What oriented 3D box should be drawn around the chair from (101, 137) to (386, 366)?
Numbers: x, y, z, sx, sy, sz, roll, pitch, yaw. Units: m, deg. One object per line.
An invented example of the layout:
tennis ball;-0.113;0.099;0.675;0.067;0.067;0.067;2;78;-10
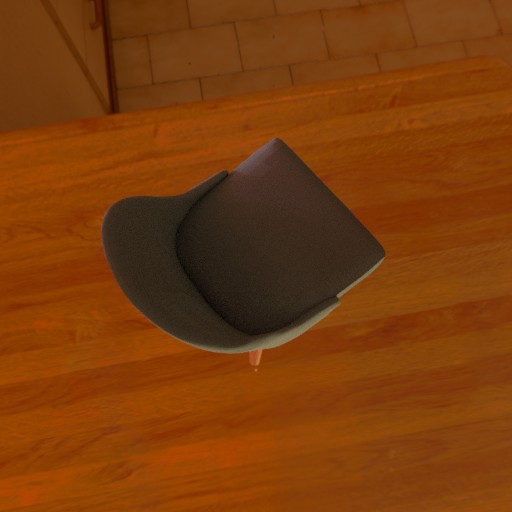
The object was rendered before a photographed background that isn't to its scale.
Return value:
chair;0.000;0.000;1.247;0.589;0.882;0.503;-39;79;-9
